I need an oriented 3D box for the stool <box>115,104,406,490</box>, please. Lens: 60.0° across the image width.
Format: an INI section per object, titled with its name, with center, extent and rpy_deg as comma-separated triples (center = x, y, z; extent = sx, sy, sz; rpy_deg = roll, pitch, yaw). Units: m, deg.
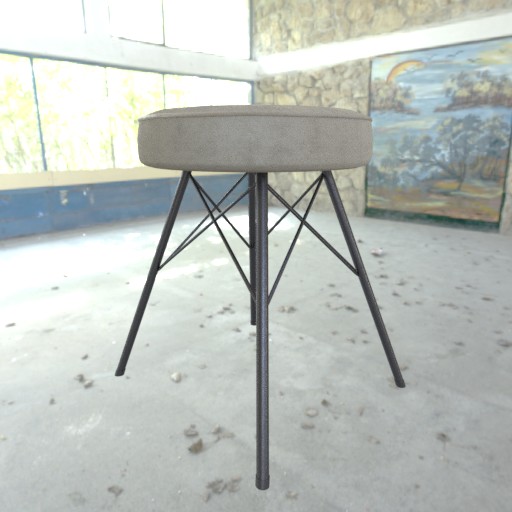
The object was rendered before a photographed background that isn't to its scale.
[stool]
center = 0.000, 0.000, 0.860
extent = 0.423, 0.538, 0.457
rpy_deg = -13, 19, -42
